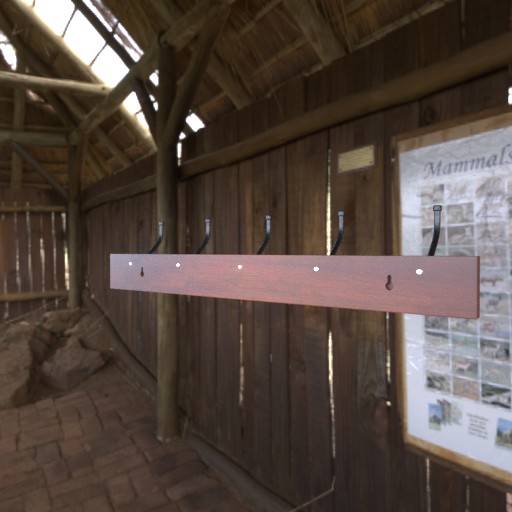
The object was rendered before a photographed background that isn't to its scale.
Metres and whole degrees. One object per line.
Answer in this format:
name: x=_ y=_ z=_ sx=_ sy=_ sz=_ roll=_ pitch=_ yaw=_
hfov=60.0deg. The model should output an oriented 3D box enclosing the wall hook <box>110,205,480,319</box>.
wall hook: x=0.000 y=0.000 z=0.616 sx=0.571 sy=0.117 sz=0.071 roll=0 pitch=1 yaw=37
